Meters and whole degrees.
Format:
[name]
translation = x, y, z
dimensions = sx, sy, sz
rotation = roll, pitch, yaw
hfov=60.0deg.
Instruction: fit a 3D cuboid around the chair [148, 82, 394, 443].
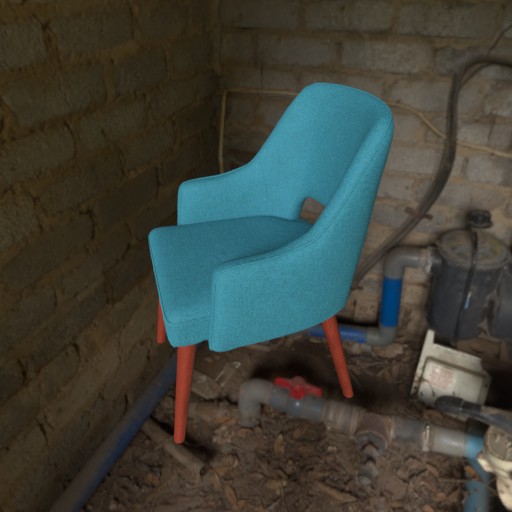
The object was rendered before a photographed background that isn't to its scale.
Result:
[chair]
translation = 0.000, 0.000, 1.252
dimensions = 0.605, 0.849, 0.548
rotation = -9, 33, -14
